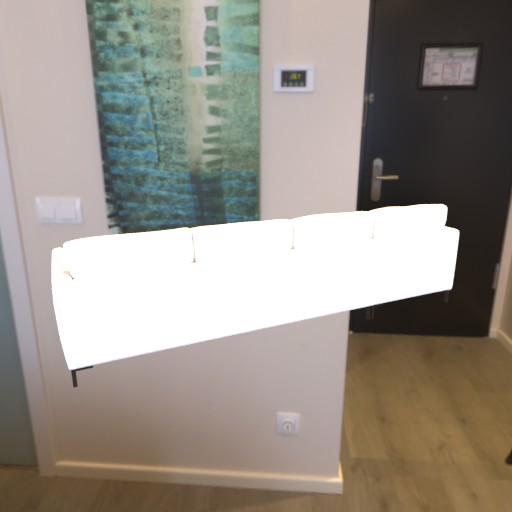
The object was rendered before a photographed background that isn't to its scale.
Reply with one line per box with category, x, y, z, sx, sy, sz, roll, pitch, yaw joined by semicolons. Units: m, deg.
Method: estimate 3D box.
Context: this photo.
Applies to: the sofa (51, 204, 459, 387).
sofa;0.000;0.000;3.767;3.186;0.875;1.467;-8;18;-25
